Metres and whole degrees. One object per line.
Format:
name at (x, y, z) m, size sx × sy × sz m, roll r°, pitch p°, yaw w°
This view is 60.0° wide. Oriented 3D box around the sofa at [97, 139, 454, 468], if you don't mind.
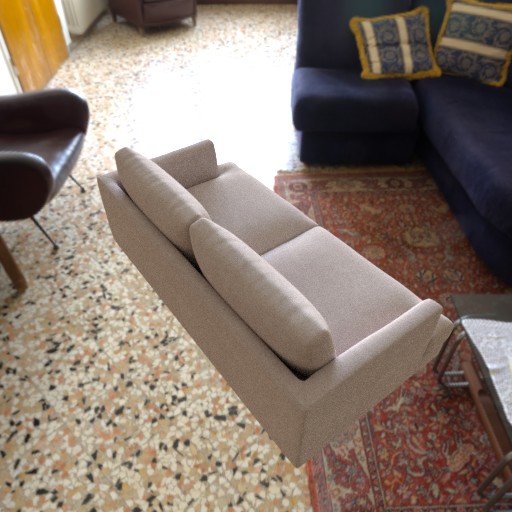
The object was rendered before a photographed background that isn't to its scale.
sofa at (0.000, 0.000, 2.517) m, size 1.020 × 0.868 × 1.948 m, roll -27°, pitch 49°, yaw -26°
